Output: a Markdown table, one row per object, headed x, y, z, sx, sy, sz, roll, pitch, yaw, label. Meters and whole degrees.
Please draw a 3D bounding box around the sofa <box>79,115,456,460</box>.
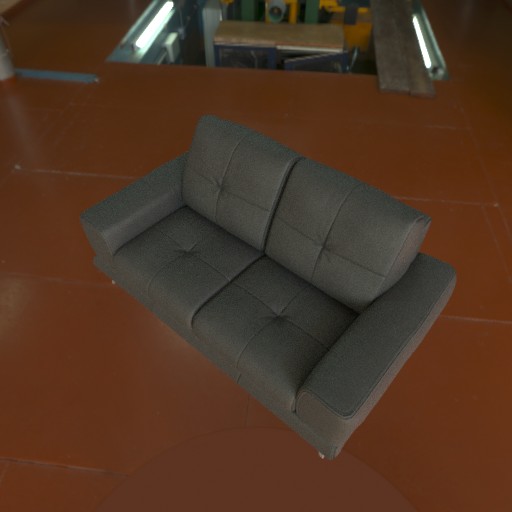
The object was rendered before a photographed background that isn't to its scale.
| x | y | z | sx | sy | sz | roll | pitch | yaw | label |
| --- | --- | --- | --- | --- | --- | --- | --- | --- | --- |
| 0.000 | 0.000 | 2.357 | 1.806 | 0.907 | 1.018 | 33 | 55 | 27 | sofa |
